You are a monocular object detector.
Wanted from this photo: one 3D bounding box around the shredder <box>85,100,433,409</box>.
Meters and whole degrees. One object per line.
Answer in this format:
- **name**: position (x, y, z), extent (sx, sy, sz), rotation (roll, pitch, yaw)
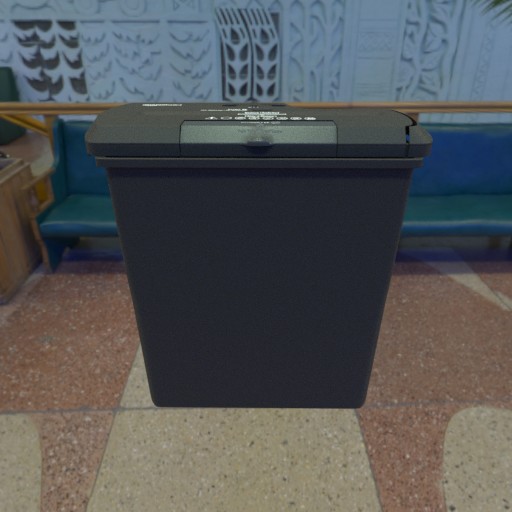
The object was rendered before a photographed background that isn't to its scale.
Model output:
- **shredder**: position (0.000, 0.000, 0.514), extent (0.320, 0.335, 0.170), rotation (0, 28, 1)
